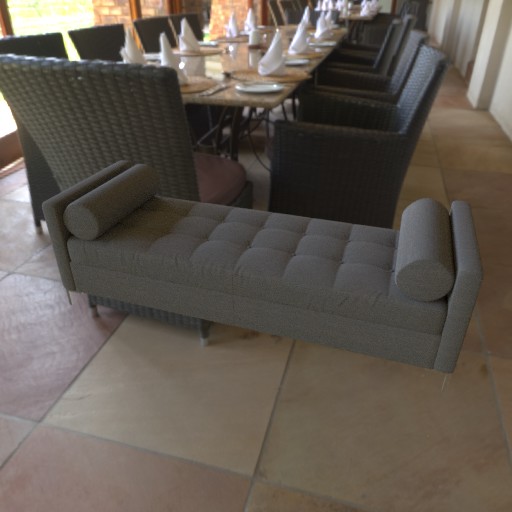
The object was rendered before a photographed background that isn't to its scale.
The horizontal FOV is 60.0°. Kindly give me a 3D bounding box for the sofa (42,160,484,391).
[{"bbox_3d":[0.000,0.000,2.304,1.981,0.635,0.686,10,32,16],"label":"sofa"}]
